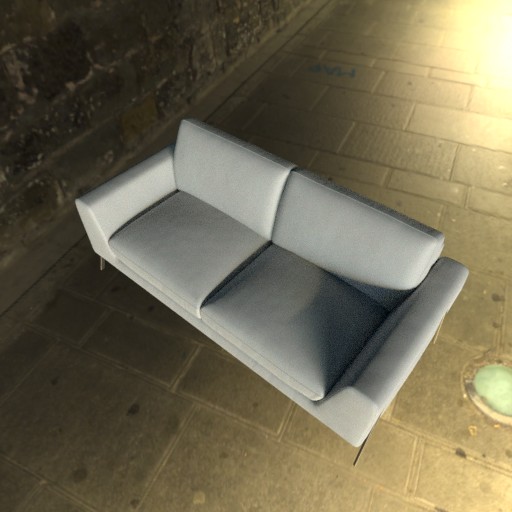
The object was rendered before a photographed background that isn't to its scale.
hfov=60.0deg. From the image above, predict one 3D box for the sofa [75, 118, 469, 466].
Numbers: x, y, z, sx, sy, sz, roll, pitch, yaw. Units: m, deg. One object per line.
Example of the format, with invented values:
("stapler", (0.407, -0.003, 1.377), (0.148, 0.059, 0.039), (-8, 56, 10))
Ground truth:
("sofa", (0.000, 0.000, 2.519), (2.017, 0.875, 0.953), (31, 54, 26))
